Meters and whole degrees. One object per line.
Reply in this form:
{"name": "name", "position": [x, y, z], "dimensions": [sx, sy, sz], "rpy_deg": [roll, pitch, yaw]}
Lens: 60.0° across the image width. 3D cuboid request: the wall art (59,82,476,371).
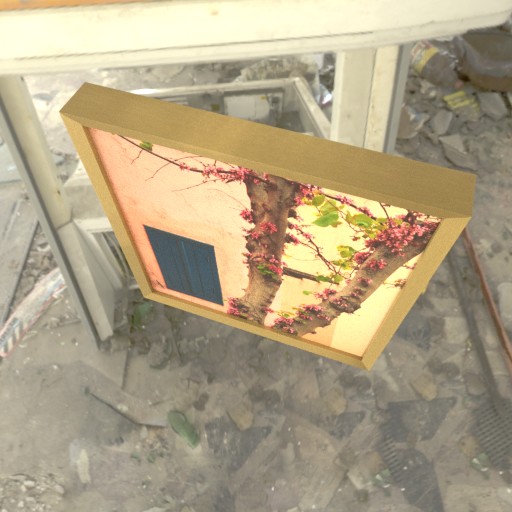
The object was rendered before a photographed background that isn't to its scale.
{"name": "wall art", "position": [0.000, 0.000, 0.447], "dimensions": [0.304, 0.305, 0.038], "rpy_deg": [16, 59, 10]}
